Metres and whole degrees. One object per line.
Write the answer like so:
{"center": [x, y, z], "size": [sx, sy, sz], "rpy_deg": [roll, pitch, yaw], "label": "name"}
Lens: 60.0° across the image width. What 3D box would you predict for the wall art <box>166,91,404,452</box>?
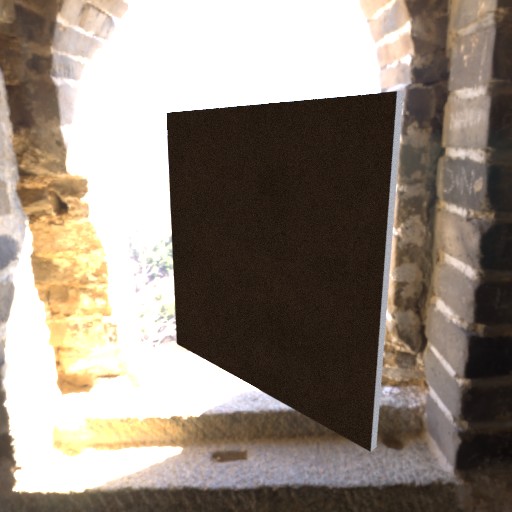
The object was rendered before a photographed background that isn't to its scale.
{"center": [0.000, 0.000, 1.018], "size": [0.020, 0.661, 0.664], "rpy_deg": [-13, 19, -42], "label": "wall art"}
